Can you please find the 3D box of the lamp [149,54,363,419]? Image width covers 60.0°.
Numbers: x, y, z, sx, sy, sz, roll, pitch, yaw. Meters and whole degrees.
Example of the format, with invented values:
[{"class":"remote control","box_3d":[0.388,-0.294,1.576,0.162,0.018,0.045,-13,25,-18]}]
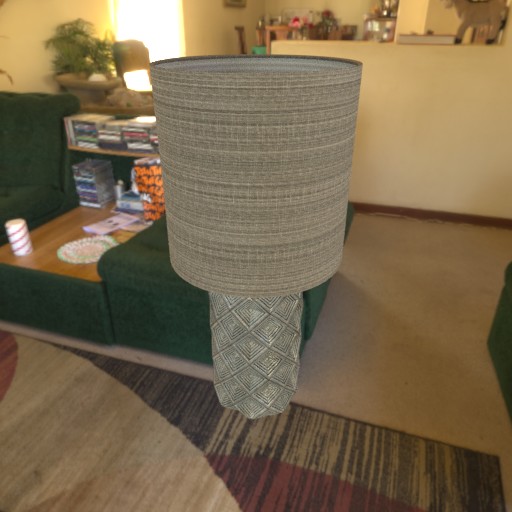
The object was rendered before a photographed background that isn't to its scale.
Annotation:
[{"class":"lamp","box_3d":[0.000,0.000,0.703,0.269,0.566,0.268,0,28,1]}]
